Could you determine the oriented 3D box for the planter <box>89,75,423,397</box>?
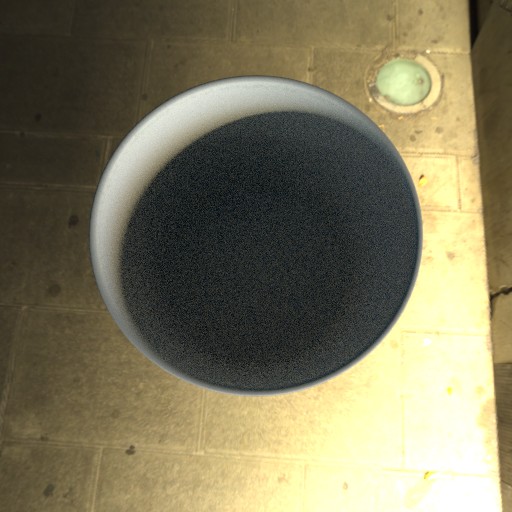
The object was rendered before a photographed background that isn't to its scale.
[{"bbox_3d":[0.000,0.000,0.777,0.440,0.398,0.440,0,77,0],"label":"planter"}]
